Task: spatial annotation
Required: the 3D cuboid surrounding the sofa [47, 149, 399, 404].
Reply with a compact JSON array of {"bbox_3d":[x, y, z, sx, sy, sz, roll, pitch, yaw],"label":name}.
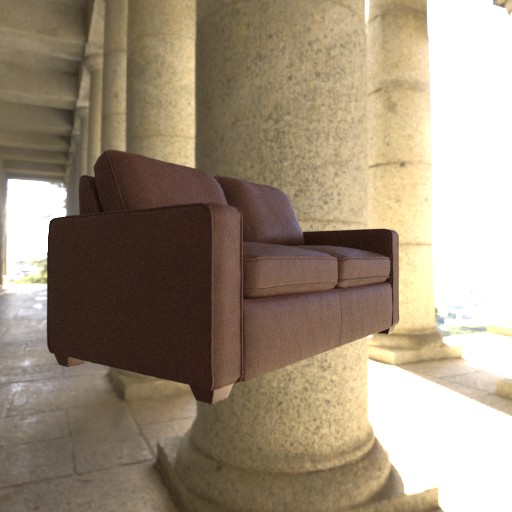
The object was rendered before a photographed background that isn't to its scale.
[{"bbox_3d":[0.000,0.000,2.248,0.947,0.918,1.709,0,0,36],"label":"sofa"}]
